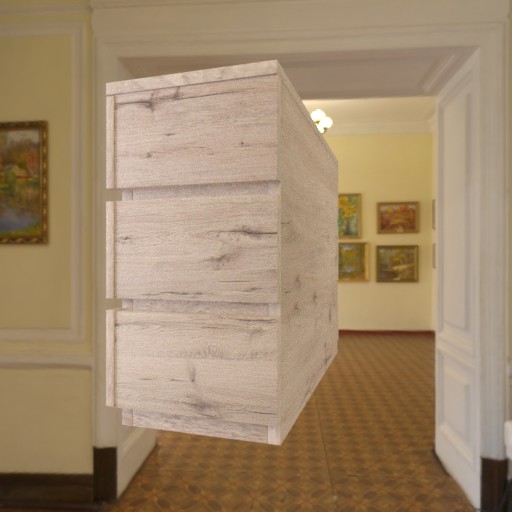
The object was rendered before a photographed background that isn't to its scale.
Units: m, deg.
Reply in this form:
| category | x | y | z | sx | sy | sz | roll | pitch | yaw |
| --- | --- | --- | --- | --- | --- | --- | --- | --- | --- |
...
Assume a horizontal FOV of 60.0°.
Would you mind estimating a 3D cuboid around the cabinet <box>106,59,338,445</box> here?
| category | x | y | z | sx | sy | sz | roll | pitch | yaw |
| --- | --- | --- | --- | --- | --- | --- | --- | --- | --- |
| cabinet | 0.000 | 0.000 | 1.485 | 0.420 | 0.820 | 1.040 | 0 | 0 | 17 |
